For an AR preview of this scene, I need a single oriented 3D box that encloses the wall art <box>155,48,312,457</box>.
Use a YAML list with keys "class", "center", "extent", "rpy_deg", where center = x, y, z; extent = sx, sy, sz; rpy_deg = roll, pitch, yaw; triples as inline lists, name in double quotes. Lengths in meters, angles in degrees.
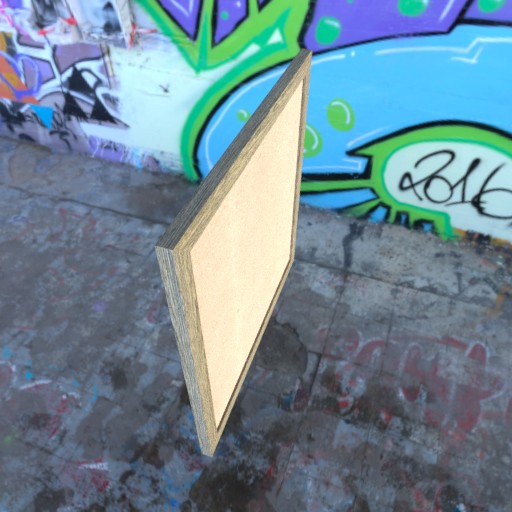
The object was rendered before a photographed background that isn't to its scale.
- class: "wall art"
  center: [0.000, 0.000, 0.760]
  extent: [0.019, 0.508, 0.508]
  rpy_deg: [14, 47, 14]
